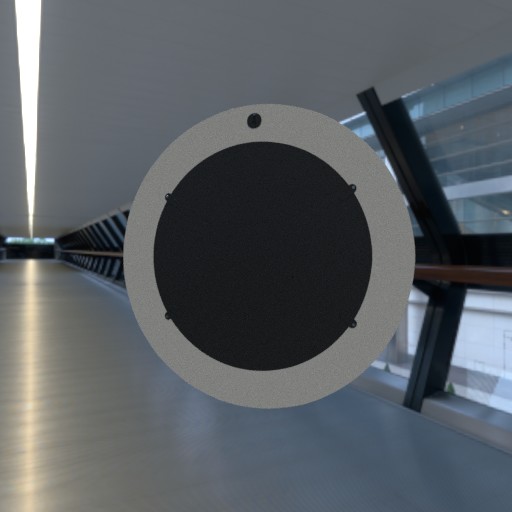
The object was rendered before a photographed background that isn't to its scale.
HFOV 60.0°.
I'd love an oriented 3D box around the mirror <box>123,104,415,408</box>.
[{"bbox_3d":[0.000,0.000,1.354,0.914,0.914,0.038,0,0,18],"label":"mirror"}]
